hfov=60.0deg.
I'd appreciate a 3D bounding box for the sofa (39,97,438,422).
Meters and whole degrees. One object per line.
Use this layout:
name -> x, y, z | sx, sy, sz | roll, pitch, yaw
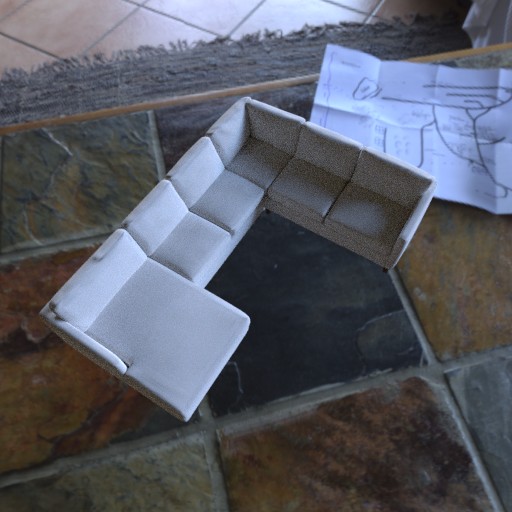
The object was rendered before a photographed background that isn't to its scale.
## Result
sofa -> 0.000, 0.000, 4.626 | 2.593, 0.956, 3.459 | 28, 64, 15
